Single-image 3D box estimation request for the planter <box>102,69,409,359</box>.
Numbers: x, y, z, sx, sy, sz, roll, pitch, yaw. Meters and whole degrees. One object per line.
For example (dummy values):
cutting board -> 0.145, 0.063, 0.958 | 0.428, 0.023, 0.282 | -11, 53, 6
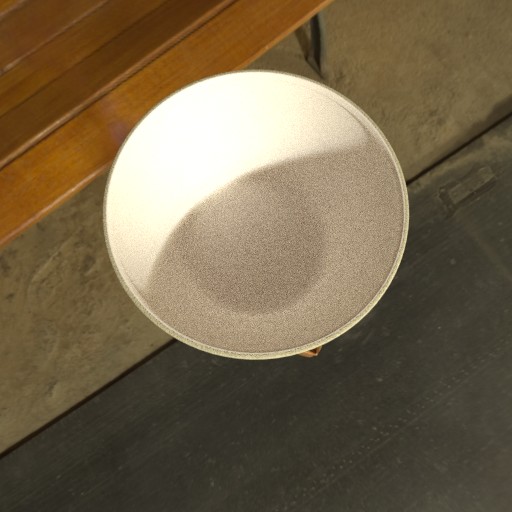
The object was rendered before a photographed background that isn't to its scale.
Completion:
planter -> 0.000, 0.000, 0.748 | 0.350, 0.504, 0.350 | 17, 76, 4
